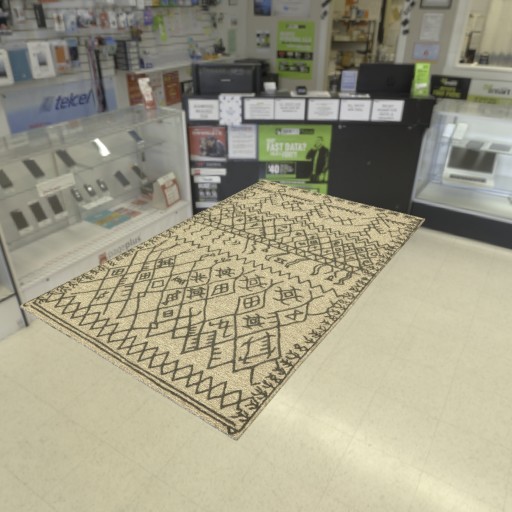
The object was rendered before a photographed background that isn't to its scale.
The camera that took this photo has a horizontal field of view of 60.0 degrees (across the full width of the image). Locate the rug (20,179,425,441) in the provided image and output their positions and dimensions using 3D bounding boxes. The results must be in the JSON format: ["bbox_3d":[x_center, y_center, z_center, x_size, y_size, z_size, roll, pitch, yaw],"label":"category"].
[{"bbox_3d":[0.000,0.000,2.973,1.530,0.012,2.444,19,35,30],"label":"rug"}]
